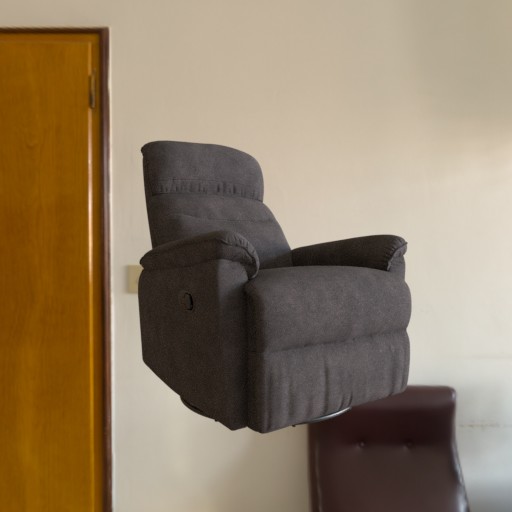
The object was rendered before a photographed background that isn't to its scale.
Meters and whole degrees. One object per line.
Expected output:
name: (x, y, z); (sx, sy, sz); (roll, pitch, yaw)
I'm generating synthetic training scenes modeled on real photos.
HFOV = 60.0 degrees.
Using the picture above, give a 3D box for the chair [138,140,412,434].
chair: (0.000, 0.000, 1.729); (0.830, 1.035, 1.009); (-1, 1, -35)
